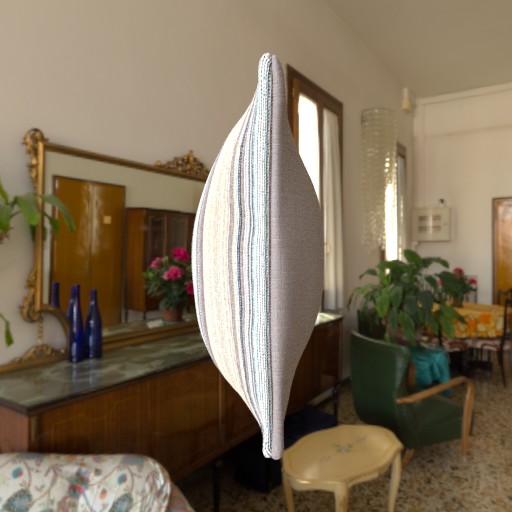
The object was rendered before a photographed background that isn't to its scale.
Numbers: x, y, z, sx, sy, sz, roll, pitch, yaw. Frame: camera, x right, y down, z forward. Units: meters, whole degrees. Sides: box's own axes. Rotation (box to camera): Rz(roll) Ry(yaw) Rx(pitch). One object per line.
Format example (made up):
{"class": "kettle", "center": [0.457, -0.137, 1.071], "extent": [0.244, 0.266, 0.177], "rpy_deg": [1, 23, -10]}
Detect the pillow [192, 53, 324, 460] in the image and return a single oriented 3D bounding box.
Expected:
{"class": "pillow", "center": [0.000, 0.000, 0.661], "extent": [0.189, 0.416, 0.435], "rpy_deg": [0, 0, -2]}
